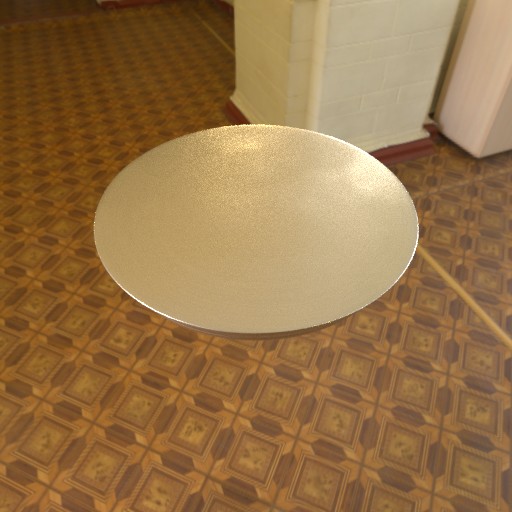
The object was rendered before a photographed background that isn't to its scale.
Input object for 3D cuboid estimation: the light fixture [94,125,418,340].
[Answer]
[{"bbox_3d":[0.000,0.000,0.441,0.280,0.135,0.280,0,45,0],"label":"light fixture"}]
